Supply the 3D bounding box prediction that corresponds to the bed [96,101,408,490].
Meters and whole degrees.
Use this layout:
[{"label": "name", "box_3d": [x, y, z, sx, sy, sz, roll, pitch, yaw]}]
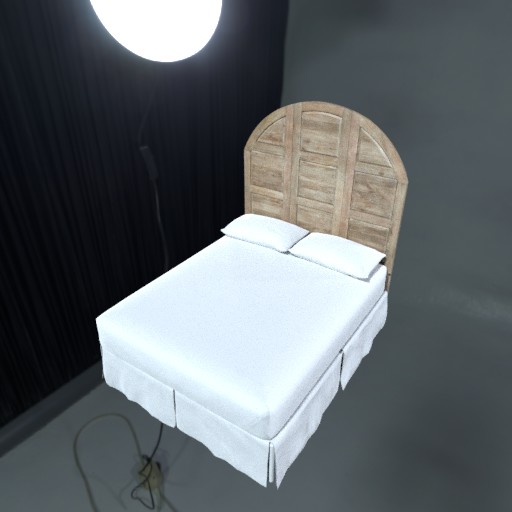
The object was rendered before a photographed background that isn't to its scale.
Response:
[{"label": "bed", "box_3d": [0.000, 0.000, 3.493, 1.713, 2.002, 2.112, 19, 35, 29]}]
